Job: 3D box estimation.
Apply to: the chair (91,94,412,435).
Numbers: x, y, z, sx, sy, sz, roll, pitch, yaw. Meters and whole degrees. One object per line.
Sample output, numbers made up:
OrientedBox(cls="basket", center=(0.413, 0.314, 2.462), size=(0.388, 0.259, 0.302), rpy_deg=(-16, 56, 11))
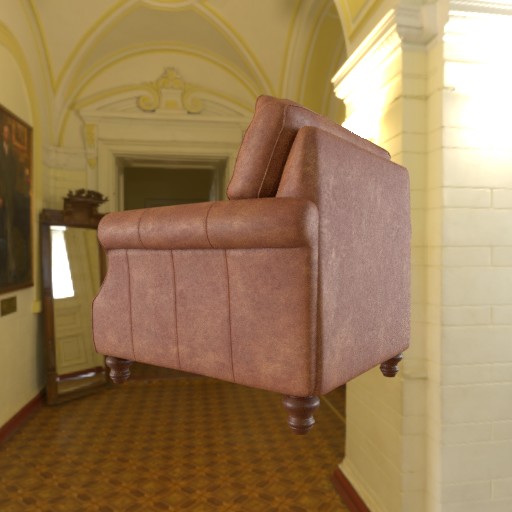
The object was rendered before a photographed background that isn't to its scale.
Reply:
OrientedBox(cls="chair", center=(0.000, 0.000, 1.746), size=(0.986, 0.962, 0.983), rpy_deg=(0, 0, 36))
